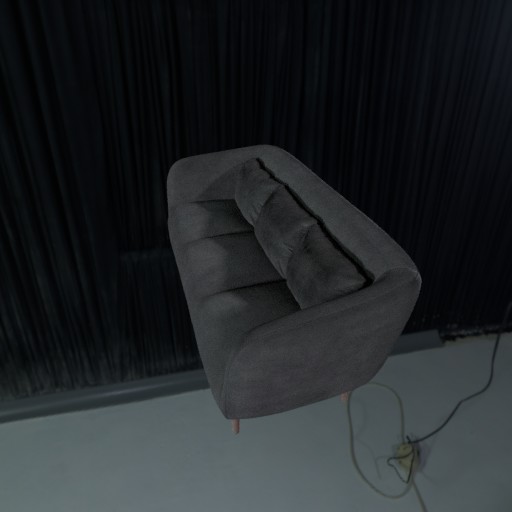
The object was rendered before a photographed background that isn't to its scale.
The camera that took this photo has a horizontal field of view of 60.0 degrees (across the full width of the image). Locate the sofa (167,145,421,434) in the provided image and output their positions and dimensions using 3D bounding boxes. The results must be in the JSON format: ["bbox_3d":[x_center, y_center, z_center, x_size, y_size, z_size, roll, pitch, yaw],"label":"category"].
[{"bbox_3d":[0.000,0.000,2.808,0.956,0.875,2.296,-8,30,-14],"label":"sofa"}]
